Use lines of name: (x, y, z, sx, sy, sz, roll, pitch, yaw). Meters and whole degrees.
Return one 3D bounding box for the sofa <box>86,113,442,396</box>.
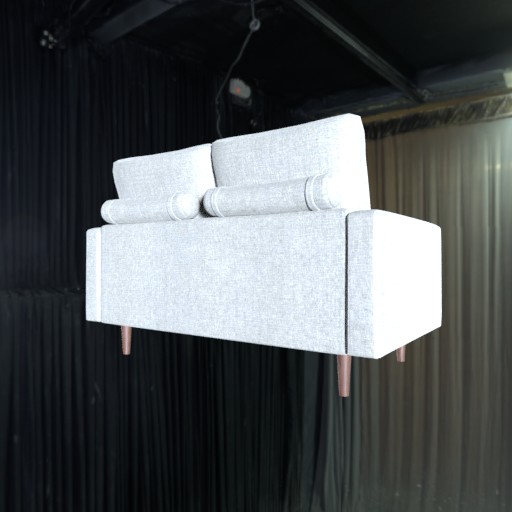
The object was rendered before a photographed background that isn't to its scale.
sofa: (0.000, 0.000, 1.981, 1.407, 0.907, 0.842, 0, 0, 35)
